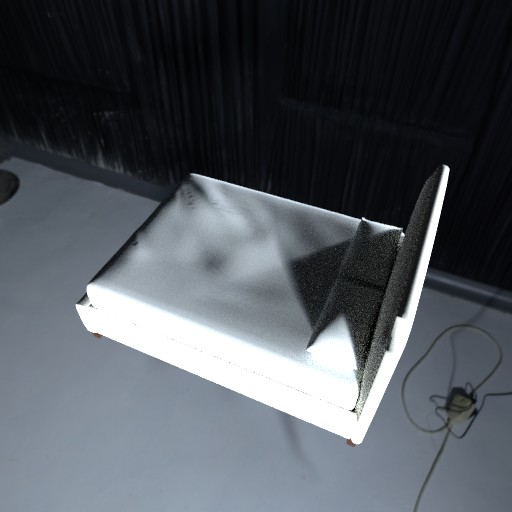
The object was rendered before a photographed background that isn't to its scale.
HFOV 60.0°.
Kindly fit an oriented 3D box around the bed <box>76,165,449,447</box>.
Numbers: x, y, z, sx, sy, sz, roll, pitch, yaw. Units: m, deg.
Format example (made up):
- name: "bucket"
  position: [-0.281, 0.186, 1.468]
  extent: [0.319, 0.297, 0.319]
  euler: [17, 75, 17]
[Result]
- name: "bed"
  position: [0.000, 0.000, 3.468]
  extent: [2.365, 1.443, 1.712]
  euler: [18, 49, 16]
